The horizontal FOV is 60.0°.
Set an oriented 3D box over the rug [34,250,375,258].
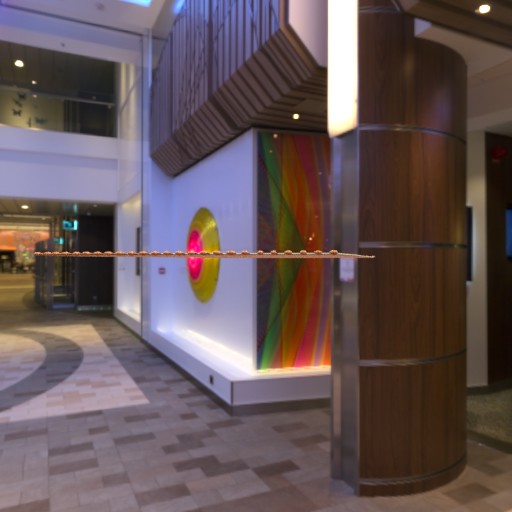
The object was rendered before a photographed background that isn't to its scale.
[{"bbox_3d":[0.000,0.000,2.593,1.232,0.017,2.092,0,-1,18],"label":"rug"}]
